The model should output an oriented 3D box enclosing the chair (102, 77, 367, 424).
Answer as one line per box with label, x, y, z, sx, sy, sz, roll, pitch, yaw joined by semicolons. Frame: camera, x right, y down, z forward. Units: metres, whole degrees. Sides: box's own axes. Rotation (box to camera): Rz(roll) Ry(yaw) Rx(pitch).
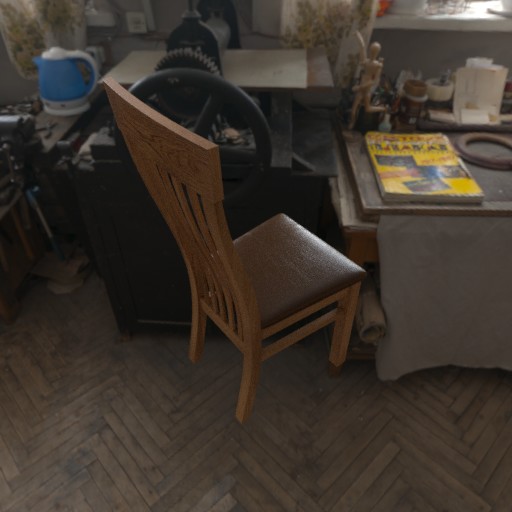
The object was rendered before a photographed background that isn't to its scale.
chair;0.000;0.000;1.354;0.580;1.050;0.450;-26;46;-28
